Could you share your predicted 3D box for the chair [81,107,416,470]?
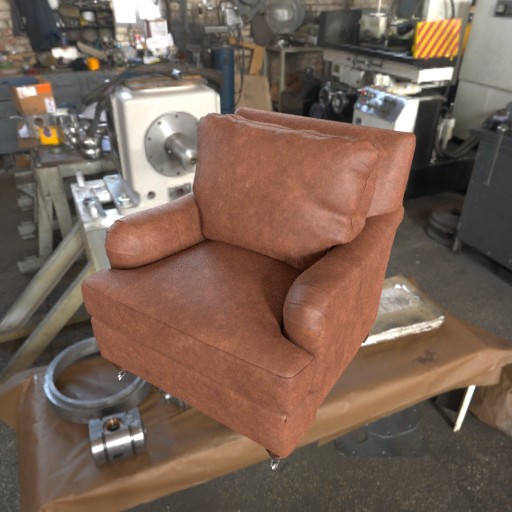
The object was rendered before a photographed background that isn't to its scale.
[{"bbox_3d":[0.000,0.000,1.906,0.986,1.055,1.158,18,36,27],"label":"chair"}]
